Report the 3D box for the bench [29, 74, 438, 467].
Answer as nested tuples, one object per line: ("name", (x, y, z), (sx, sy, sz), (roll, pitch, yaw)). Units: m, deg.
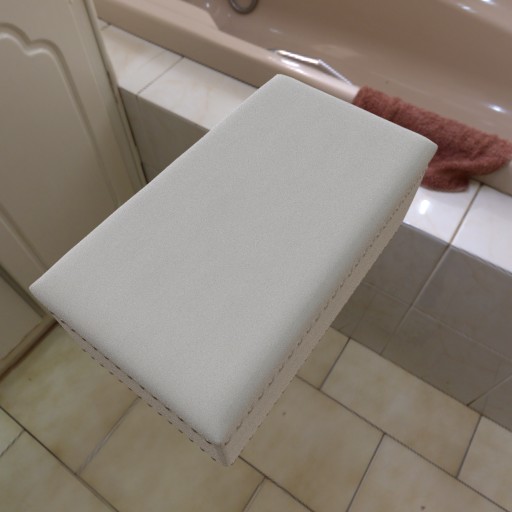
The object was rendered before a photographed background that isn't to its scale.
("bench", (0.000, 0.000, 1.170), (0.500, 0.449, 0.887), (32, 62, 19))
